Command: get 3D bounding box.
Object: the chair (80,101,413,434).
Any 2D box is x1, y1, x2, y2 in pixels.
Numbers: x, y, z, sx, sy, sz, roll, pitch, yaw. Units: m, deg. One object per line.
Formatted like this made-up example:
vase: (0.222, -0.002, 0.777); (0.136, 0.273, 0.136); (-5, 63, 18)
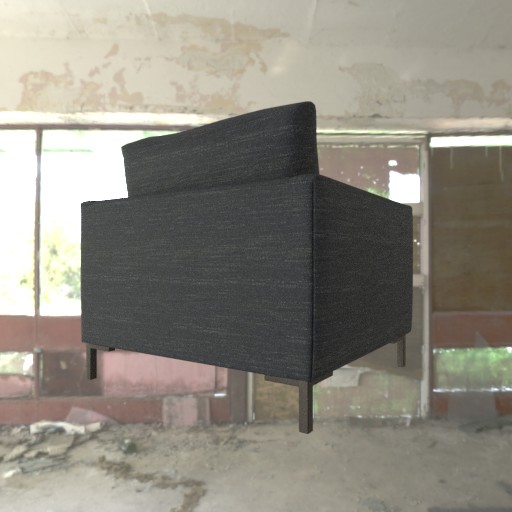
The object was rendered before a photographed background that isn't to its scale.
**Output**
chair: (0.000, 0.000, 1.657); (0.963, 0.861, 0.866); (0, 0, 34)
